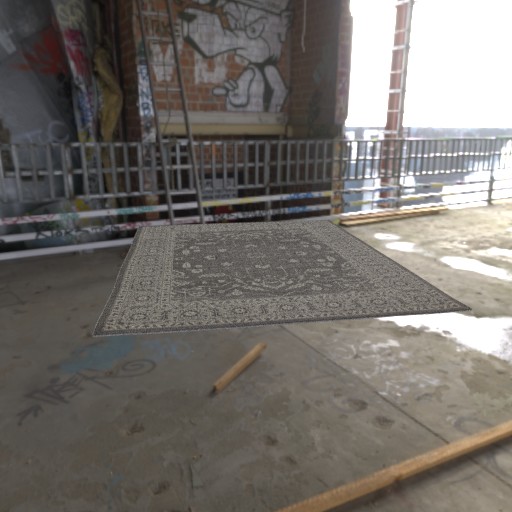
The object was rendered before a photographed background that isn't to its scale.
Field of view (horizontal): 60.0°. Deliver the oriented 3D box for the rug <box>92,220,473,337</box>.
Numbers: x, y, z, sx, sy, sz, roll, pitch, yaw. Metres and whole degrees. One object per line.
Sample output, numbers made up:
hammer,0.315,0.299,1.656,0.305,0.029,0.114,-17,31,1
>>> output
rug,0.000,0.000,4.223,2.451,0.026,3.069,-3,16,-9
